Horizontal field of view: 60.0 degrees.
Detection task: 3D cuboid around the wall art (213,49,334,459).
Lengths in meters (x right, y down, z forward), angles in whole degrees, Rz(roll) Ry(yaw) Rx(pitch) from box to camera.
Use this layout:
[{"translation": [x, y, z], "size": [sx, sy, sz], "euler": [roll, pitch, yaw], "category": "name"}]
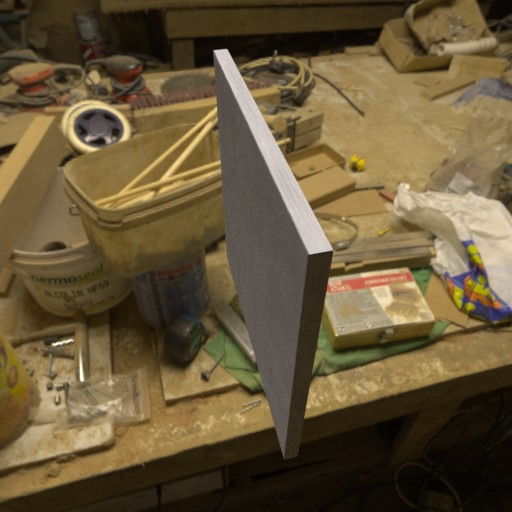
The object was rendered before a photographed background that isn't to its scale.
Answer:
[{"translation": [0.000, 0.000, 0.458], "size": [0.015, 0.303, 0.303], "euler": [-10, 46, -10], "category": "wall art"}]
